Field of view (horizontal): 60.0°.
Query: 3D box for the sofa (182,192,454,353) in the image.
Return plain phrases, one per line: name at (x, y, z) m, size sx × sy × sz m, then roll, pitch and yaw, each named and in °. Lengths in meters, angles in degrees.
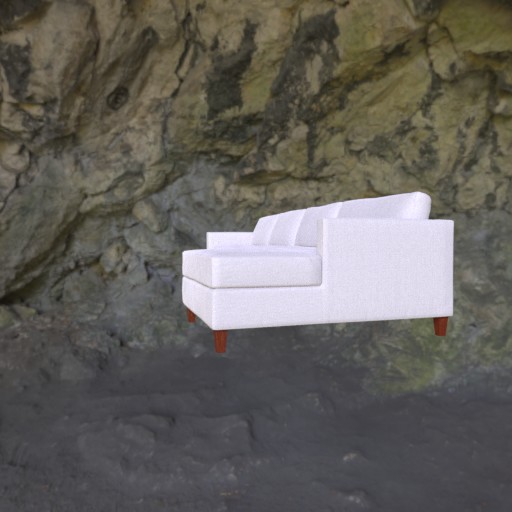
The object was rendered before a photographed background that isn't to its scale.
sofa at (0.000, 0.000, 4.228) m, size 1.599 × 0.954 × 3.471 m, roll -1°, pitch 2°, yaw -17°
